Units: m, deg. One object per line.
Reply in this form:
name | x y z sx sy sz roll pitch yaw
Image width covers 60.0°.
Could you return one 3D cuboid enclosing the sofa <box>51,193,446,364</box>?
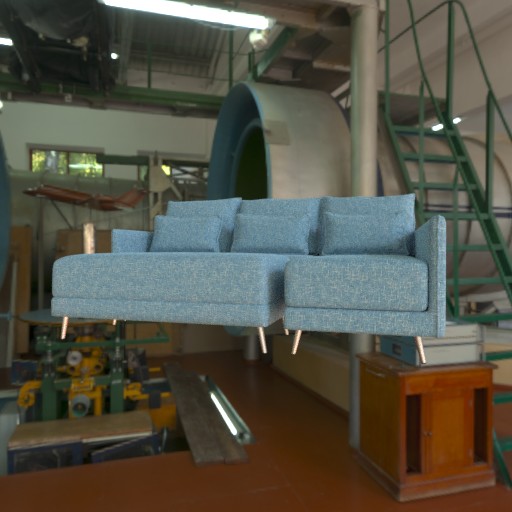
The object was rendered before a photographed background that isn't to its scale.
sofa | 0.000 0.000 2.754 2.034 0.899 1.420 0 1 17
